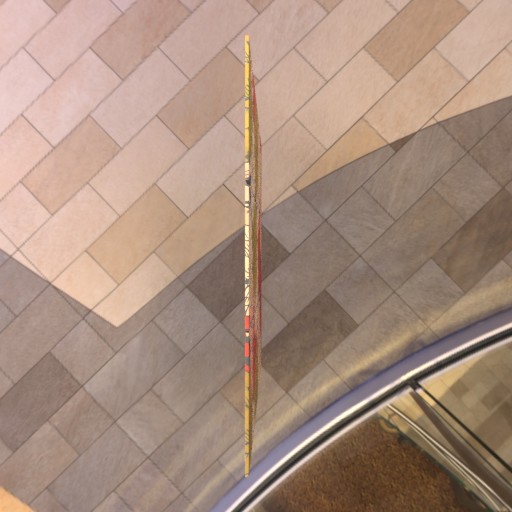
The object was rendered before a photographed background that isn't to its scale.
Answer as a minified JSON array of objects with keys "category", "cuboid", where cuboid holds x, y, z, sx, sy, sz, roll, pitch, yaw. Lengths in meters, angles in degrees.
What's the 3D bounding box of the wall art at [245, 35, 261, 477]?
[{"category":"wall art","cuboid":[0.000,0.000,2.290,0.013,1.534,1.519,0,90,2]}]
